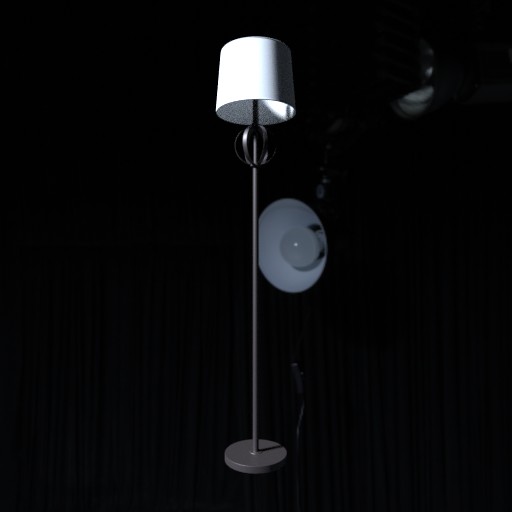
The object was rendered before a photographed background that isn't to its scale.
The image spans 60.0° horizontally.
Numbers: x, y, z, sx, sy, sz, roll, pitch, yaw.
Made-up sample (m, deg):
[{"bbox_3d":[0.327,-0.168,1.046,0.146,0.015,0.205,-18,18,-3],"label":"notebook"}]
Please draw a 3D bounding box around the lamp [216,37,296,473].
[{"bbox_3d":[0.000,0.000,1.602,0.286,1.462,0.286,0,0,0],"label":"lamp"}]
